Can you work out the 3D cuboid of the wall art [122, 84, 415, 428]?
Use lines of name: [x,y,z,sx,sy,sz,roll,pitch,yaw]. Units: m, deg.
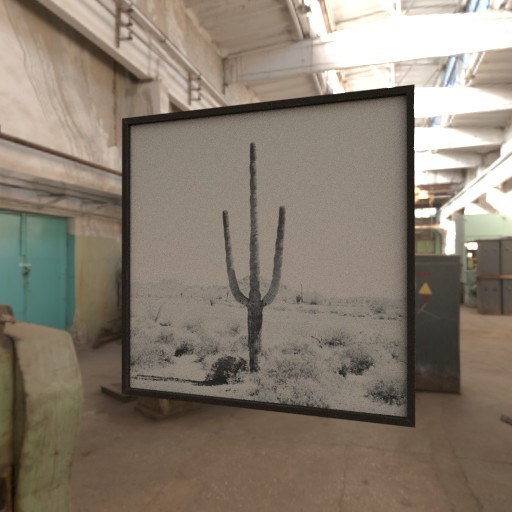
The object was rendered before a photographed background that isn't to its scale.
wall art: [0.000,0.000,0.753,0.508,0.508,0.038,0,0,18]
